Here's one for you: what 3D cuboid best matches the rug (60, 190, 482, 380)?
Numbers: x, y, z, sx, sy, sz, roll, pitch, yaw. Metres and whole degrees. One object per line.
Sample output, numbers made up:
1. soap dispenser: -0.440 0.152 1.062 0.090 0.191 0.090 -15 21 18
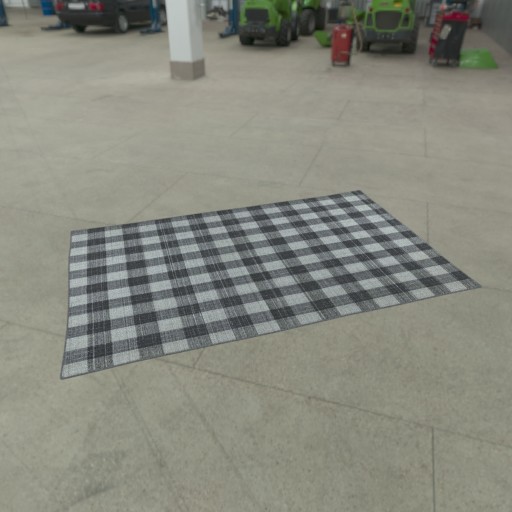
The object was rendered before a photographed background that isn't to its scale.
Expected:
1. rug: 0.000 0.000 3.071 2.476 0.011 1.554 -10 34 -15
